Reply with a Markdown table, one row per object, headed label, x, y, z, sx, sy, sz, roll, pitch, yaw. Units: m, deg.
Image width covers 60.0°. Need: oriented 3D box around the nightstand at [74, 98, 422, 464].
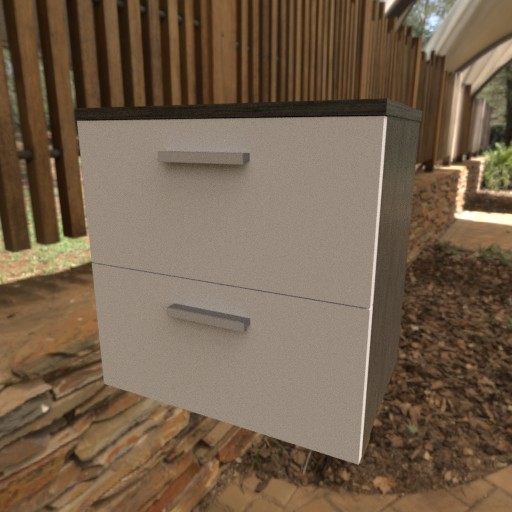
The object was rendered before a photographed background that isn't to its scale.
| label | x | y | z | sx | sy | sz | roll | pitch | yaw |
| --- | --- | --- | --- | --- | --- | --- | --- | --- | --- |
| nightstand | 0.000 | 0.000 | 0.733 | 0.441 | 0.460 | 0.325 | 7 | 17 | 25 |
